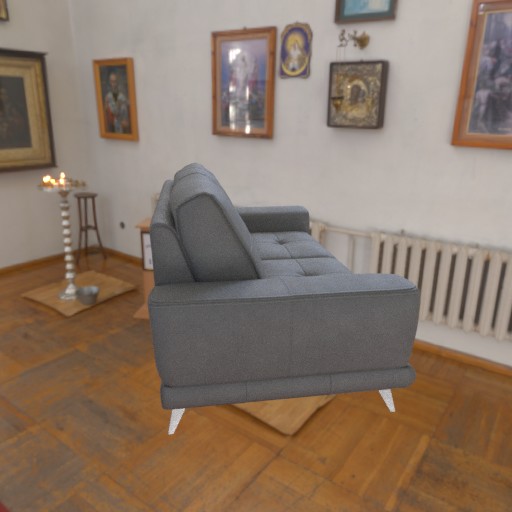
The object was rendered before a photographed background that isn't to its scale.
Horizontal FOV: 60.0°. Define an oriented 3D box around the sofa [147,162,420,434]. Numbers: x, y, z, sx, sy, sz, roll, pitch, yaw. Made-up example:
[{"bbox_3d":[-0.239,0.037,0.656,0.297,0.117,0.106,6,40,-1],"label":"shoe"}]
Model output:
[{"bbox_3d":[0.000,0.000,2.416,1.018,0.907,1.806,-3,17,-8],"label":"sofa"}]
